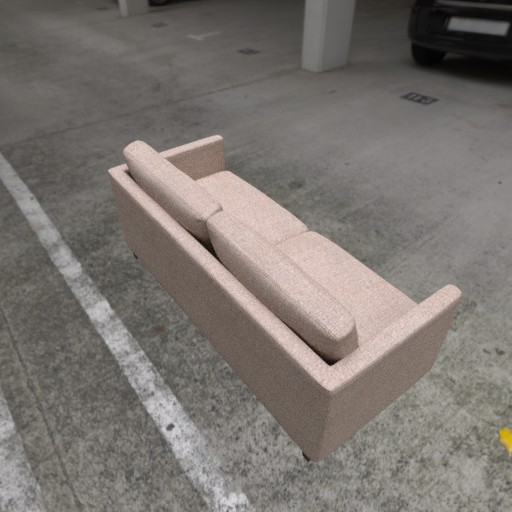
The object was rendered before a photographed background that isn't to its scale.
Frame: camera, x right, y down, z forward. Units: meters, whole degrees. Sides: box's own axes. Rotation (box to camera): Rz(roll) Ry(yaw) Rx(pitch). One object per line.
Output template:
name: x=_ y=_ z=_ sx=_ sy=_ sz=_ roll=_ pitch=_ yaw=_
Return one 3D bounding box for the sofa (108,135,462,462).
sofa: x=0.000 y=0.000 z=2.782 sx=0.951 sy=0.965 sz=2.208 roll=-26 pitch=47 yaw=-27
